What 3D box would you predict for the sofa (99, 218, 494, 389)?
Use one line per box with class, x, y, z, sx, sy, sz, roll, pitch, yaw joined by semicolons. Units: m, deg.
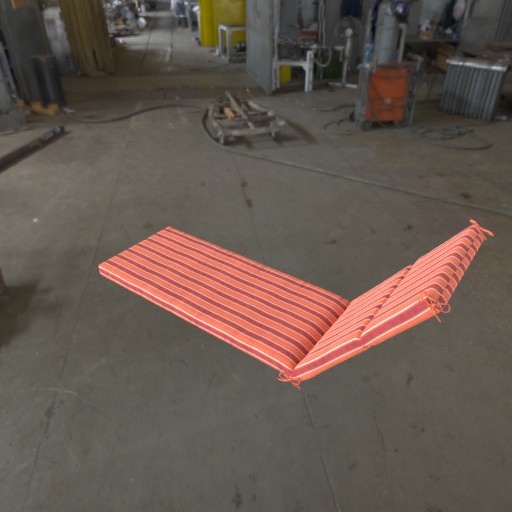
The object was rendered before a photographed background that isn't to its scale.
sofa;0.000;0.000;1.919;1.663;0.622;0.582;22;39;30
